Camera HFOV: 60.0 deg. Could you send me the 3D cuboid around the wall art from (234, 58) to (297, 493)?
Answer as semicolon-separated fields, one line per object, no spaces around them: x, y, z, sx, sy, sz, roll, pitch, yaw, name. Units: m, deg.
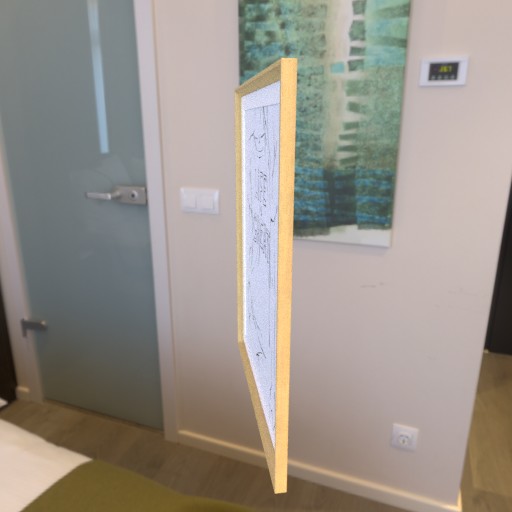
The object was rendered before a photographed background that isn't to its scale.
0.000;0.000;1.343;0.030;1.002;0.798;-3;17;-9;wall art
